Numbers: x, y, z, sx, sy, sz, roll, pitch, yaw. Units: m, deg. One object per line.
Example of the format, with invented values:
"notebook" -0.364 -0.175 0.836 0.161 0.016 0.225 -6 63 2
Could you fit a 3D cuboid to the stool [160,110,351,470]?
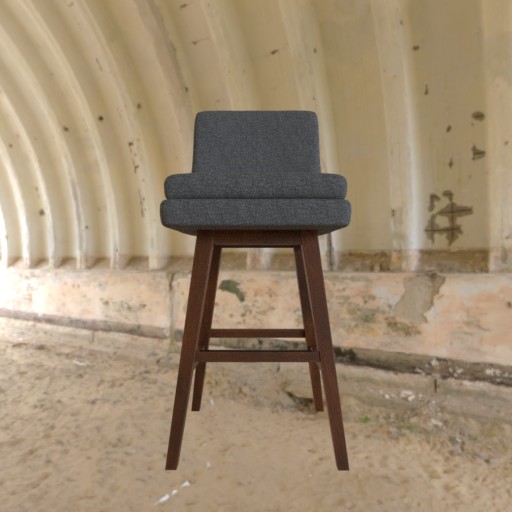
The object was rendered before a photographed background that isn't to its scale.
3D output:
"stool" 0.000 0.000 1.367 0.489 1.068 0.572 0 -1 0
